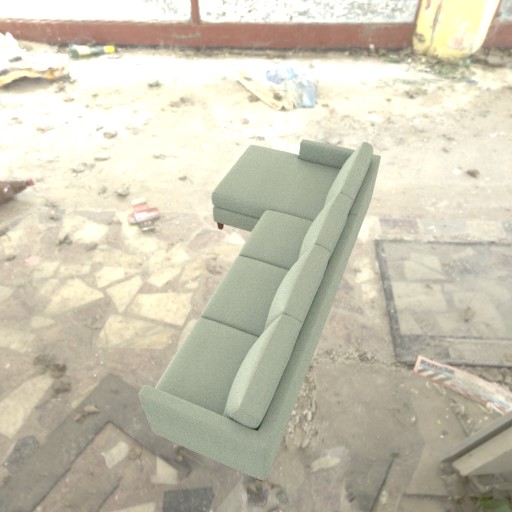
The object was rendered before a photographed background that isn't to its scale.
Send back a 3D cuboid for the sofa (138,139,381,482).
[{"bbox_3d":[0.000,0.000,4.191,1.600,0.953,3.470,17,48,16],"label":"sofa"}]
